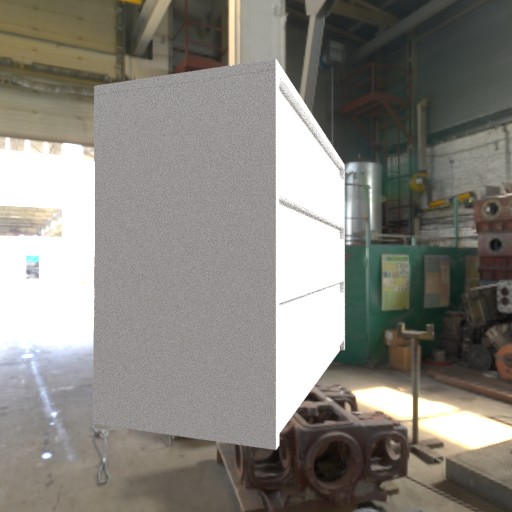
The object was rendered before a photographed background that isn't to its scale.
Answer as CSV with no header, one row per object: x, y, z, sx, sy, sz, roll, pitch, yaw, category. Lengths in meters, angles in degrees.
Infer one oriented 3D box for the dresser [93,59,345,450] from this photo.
0.000,0.000,1.522,0.460,0.820,1.100,0,-1,19,dresser
